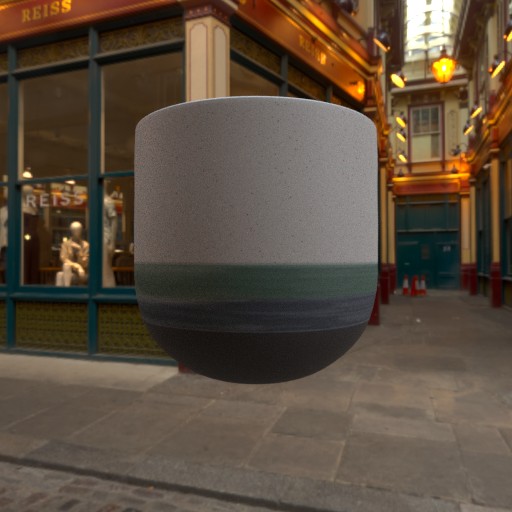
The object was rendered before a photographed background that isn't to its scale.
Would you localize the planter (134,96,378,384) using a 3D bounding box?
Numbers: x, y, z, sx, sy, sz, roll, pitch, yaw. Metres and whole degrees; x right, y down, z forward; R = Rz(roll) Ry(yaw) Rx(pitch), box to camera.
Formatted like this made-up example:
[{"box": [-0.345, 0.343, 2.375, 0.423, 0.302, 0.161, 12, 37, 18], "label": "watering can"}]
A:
[{"box": [0.000, 0.000, 0.506, 0.268, 0.270, 0.268, 0, 0, 0], "label": "planter"}]
